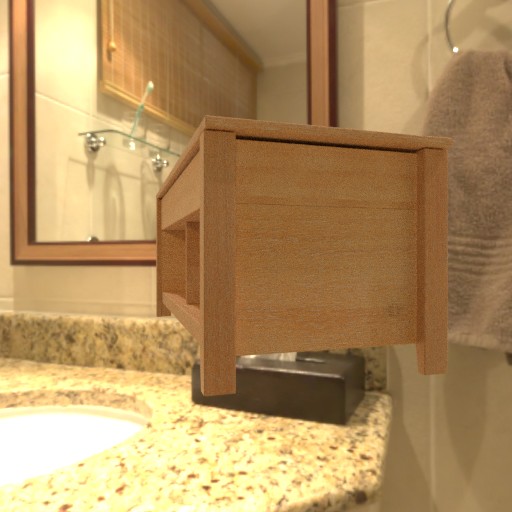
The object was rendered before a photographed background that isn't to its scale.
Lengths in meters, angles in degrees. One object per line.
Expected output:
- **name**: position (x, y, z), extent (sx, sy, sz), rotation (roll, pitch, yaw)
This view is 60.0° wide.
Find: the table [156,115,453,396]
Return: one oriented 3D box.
- **table**: position (0.000, 0.000, 1.270), extent (0.483, 0.457, 1.016), rotation (0, 0, -17)
